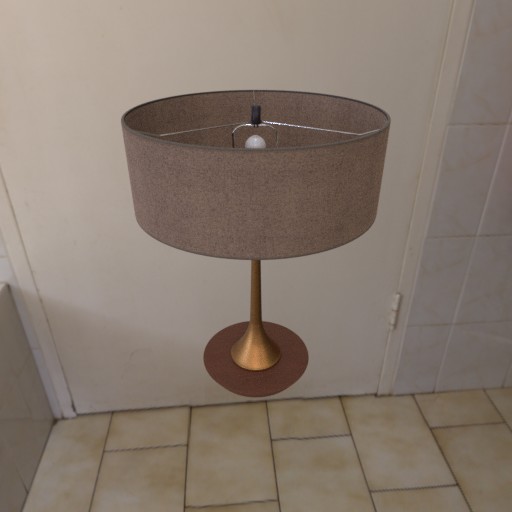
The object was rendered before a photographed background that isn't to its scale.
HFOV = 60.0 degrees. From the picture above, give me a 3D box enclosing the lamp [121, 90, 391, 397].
[{"bbox_3d":[0.000,0.000,0.840,0.417,0.551,0.396,-1,30,-2],"label":"lamp"}]
